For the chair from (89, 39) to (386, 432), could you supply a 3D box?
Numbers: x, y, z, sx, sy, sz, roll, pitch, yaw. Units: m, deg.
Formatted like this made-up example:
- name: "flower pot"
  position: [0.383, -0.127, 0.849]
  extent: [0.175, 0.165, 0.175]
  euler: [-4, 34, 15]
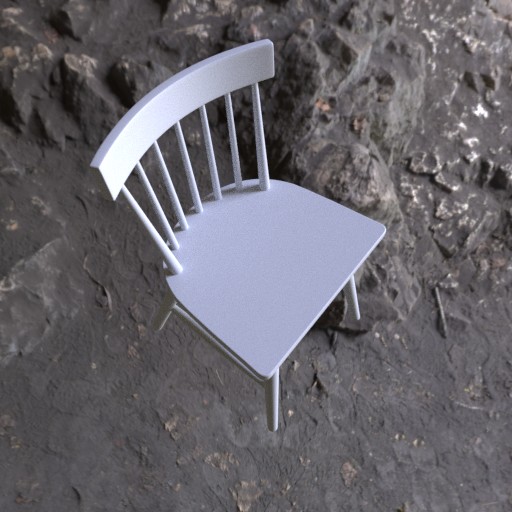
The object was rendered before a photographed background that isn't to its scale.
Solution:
- name: "chair"
  position: [0.000, 0.000, 1.093]
  extent: [0.500, 0.787, 0.483]
  euler: [34, 63, 20]
